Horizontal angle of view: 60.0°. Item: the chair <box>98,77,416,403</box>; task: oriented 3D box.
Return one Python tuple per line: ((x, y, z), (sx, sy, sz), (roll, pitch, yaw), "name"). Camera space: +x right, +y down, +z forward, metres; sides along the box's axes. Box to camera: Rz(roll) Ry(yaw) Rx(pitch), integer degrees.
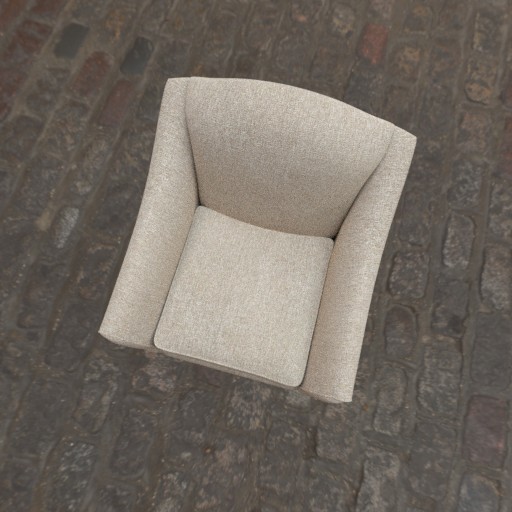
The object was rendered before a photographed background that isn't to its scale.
((0.000, 0.000, 1.482), (0.763, 0.839, 0.787), (15, 76, 4), "chair")
